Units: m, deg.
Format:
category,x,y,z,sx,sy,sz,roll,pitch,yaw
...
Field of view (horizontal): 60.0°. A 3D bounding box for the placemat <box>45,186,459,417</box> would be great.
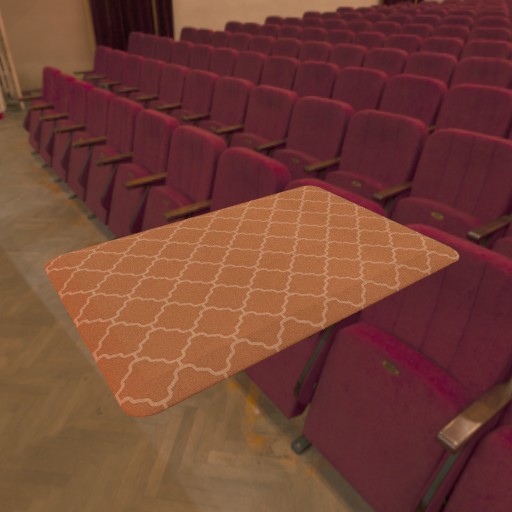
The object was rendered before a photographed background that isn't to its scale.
category,x,y,z,sx,sy,sz,roll,pitch,yaw
placemat,0.000,0.000,0.948,0.762,0.021,0.508,-20,36,-30
